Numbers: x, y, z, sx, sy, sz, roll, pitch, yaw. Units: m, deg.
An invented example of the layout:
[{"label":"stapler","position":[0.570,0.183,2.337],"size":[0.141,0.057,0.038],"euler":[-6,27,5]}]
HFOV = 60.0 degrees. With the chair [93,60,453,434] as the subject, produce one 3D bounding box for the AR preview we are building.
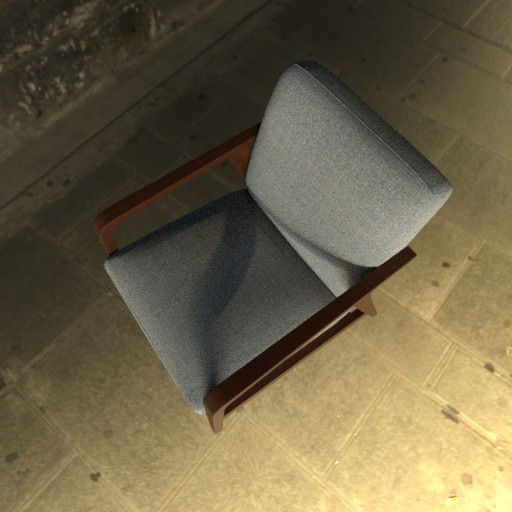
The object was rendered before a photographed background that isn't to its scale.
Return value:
[{"label":"chair","position":[0.000,0.000,1.456],"size":[0.858,0.847,0.704],"euler":[-32,68,-15]}]
